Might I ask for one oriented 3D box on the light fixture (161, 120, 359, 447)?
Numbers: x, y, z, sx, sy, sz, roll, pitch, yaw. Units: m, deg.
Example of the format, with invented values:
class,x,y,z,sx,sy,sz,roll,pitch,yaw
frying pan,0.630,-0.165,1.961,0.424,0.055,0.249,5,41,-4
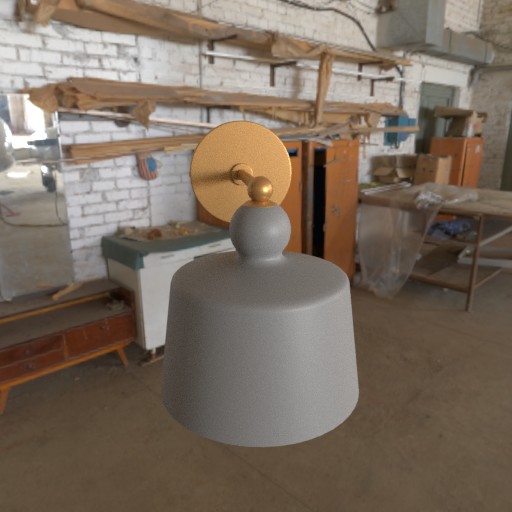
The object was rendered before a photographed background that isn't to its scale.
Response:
class,x,y,z,sx,sy,sz,roll,pitch,yaw
light fixture,0.000,0.000,0.454,0.204,0.268,0.254,-3,17,-9
